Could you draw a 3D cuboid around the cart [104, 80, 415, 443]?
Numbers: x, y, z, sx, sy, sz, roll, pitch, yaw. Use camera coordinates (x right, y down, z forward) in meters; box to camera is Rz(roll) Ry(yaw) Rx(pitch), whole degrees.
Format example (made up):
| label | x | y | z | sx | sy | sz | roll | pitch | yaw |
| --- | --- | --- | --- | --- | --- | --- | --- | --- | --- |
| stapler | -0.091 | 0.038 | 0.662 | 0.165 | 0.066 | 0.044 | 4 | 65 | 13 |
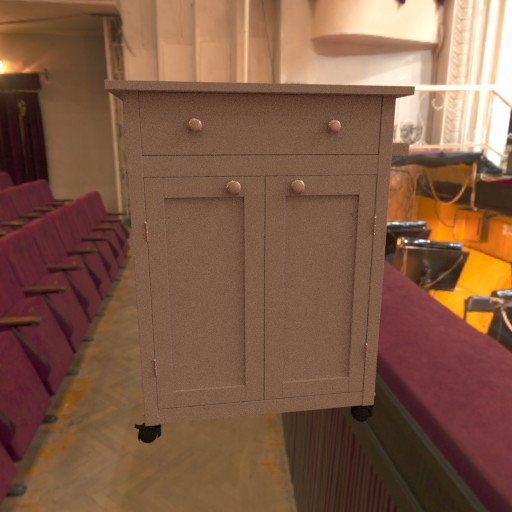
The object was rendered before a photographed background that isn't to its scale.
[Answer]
| label | x | y | z | sx | sy | sz | roll | pitch | yaw |
| --- | --- | --- | --- | --- | --- | --- | --- | --- | --- |
| cart | 0.000 | 0.000 | 1.254 | 0.683 | 0.864 | 0.442 | -2 | 14 | -9 |
